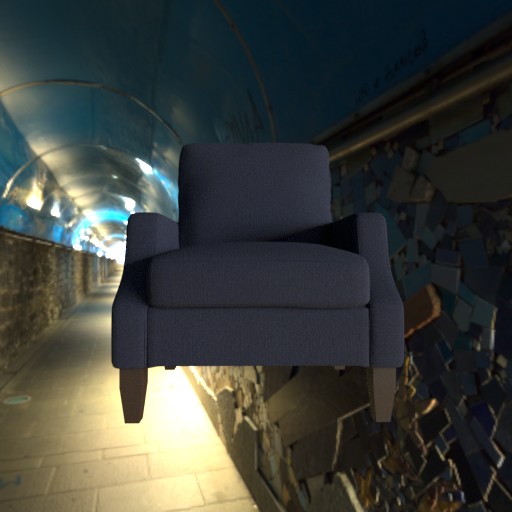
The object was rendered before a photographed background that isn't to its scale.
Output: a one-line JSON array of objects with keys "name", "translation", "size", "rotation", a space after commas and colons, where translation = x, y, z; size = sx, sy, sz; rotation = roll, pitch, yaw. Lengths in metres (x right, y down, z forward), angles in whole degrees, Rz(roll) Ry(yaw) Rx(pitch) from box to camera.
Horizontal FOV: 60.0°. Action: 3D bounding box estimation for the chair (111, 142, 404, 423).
[{"name": "chair", "translation": [0.000, 0.000, 1.686], "size": [0.855, 0.991, 0.897], "rotation": [0, 0, -1]}]
